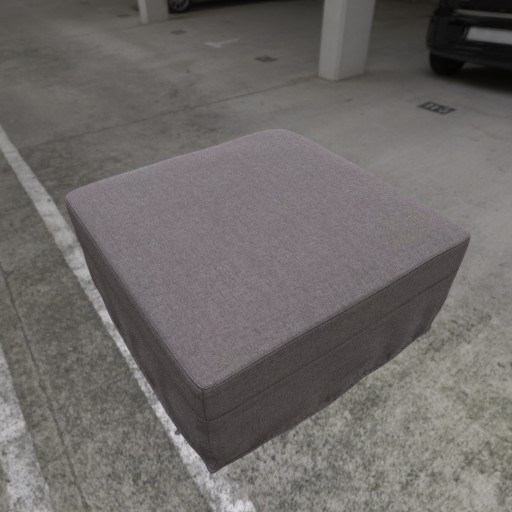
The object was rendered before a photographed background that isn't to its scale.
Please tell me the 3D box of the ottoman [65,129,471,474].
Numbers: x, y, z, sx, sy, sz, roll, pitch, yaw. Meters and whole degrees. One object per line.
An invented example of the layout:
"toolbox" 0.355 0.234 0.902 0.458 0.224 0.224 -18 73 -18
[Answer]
"ottoman" 0.000 0.000 1.333 0.843 0.436 0.840 -24 46 -26
